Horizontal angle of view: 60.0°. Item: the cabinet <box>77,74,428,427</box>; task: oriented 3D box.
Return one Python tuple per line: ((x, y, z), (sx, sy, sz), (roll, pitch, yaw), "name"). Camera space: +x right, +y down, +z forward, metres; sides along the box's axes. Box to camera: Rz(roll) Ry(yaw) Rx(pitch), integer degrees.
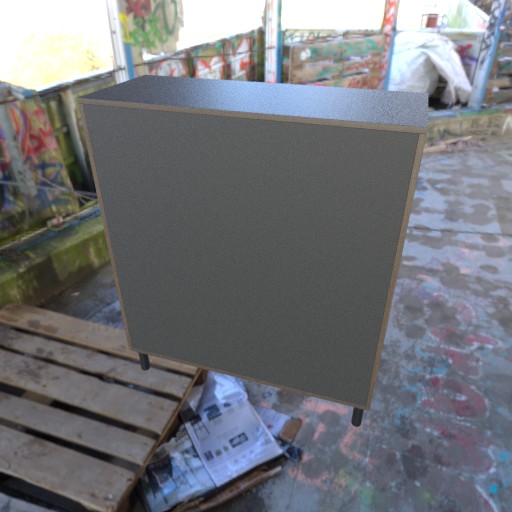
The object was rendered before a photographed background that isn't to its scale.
((0.000, 0.000, 1.679), (1.010, 1.170, 0.400), (10, 33, 15), "cabinet")
